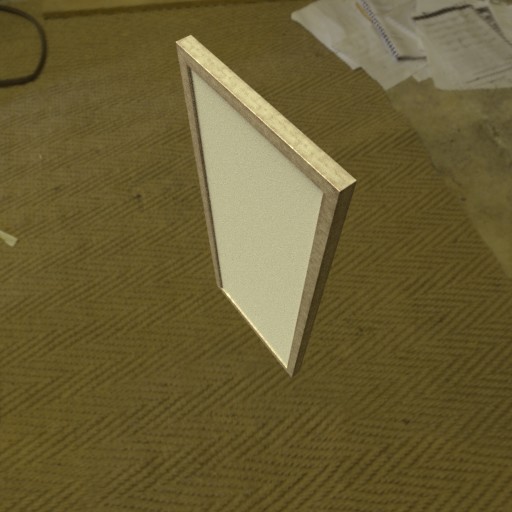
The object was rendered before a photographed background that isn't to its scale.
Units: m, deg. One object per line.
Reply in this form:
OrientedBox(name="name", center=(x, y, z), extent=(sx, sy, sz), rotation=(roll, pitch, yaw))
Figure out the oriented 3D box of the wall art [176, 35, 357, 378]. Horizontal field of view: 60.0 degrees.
OrientedBox(name="wall art", center=(0.000, 0.000, 1.703), extent=(0.051, 1.461, 0.648), rotation=(-34, 65, -18))
